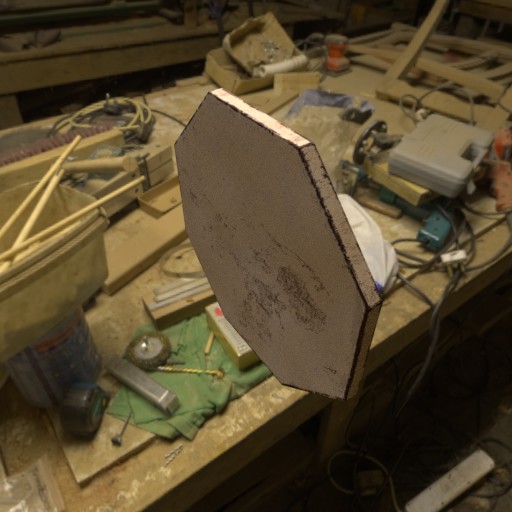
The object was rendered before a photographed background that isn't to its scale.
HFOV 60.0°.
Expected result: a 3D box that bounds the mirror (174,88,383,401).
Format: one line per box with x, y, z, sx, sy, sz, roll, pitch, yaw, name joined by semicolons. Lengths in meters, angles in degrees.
0.000;0.000;0.971;0.031;0.648;0.648;-25;47;-25;mirror
